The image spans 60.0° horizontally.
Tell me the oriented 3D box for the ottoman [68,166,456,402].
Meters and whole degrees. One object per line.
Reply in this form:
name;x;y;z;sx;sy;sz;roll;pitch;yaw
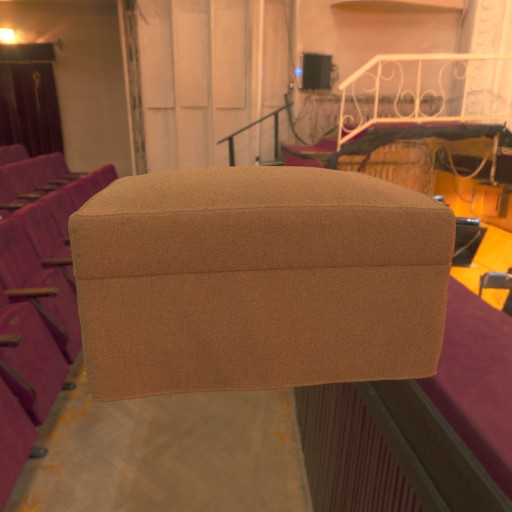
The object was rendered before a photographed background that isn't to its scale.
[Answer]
ottoman;0.000;0.000;1.263;0.833;0.485;0.650;-2;18;-7
